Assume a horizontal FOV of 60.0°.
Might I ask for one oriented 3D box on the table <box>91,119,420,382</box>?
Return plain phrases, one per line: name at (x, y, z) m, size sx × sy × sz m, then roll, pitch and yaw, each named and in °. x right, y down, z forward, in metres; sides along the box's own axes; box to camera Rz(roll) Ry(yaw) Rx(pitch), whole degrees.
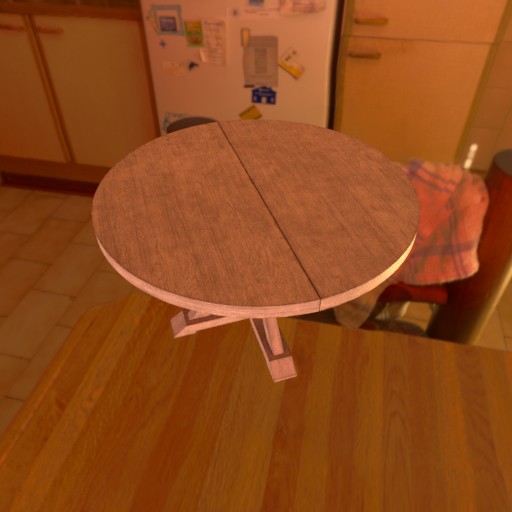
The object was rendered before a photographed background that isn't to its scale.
table at (0.000, 0.000, 2.159) m, size 1.363 × 0.781 × 1.363 m, roll 0°, pitch 42°, yaw 0°
